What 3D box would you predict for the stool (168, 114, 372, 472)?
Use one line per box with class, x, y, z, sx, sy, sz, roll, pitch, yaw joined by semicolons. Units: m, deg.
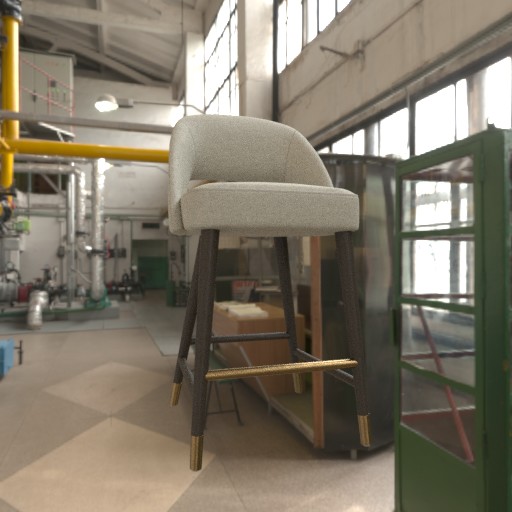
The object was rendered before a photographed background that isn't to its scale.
stool;0.000;0.000;1.269;0.494;0.940;0.509;0;1;-17
